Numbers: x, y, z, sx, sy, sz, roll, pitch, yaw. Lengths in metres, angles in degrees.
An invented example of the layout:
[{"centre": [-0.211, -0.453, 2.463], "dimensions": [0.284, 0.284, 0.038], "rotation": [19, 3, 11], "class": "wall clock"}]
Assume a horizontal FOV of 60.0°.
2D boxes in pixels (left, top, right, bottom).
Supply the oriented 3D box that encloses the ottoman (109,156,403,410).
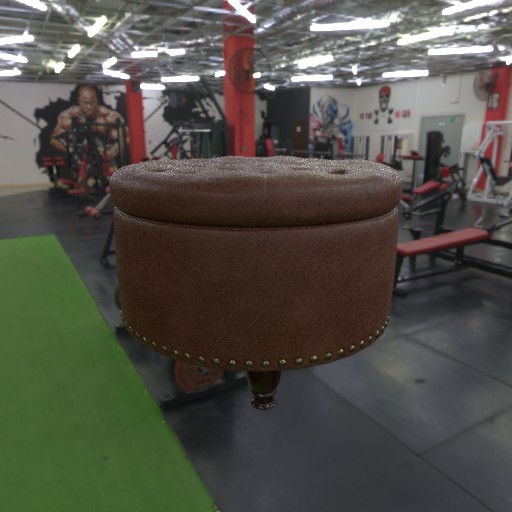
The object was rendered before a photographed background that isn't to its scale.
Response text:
[{"centre": [0.000, 0.000, 1.056], "dimensions": [0.637, 0.442, 0.637], "rotation": [0, 16, 0], "class": "ottoman"}]
